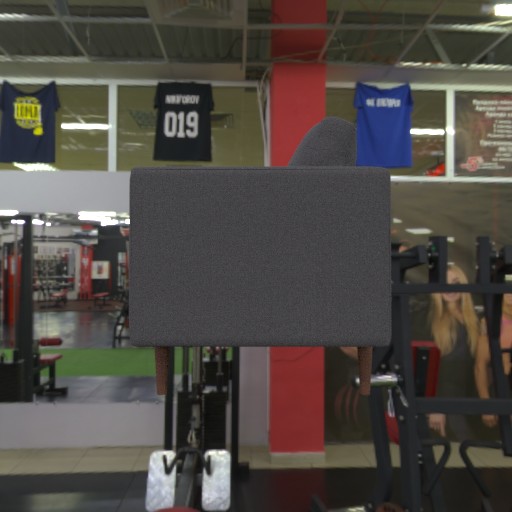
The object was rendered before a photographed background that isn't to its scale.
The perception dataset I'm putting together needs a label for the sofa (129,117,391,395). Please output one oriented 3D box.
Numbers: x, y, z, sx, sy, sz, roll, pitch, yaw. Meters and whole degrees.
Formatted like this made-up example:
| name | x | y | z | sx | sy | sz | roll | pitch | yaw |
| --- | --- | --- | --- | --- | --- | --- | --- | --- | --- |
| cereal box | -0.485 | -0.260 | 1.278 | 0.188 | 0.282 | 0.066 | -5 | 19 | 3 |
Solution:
| name | x | y | z | sx | sy | sz | roll | pitch | yaw |
| --- | --- | --- | --- | --- | --- | --- | --- | --- | --- |
| sofa | 0.000 | 0.000 | 1.987 | 0.796 | 0.908 | 1.430 | 0 | -1 | 0 |
